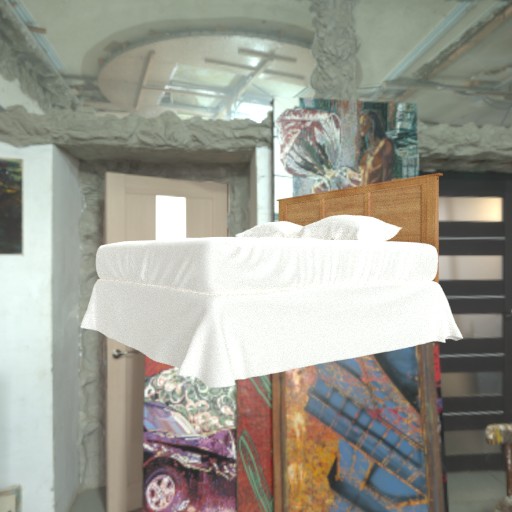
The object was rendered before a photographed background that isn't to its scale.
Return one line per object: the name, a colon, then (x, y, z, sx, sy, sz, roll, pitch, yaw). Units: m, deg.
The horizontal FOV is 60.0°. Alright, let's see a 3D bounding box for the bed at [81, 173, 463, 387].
bed: (0.000, 0.000, 3.574, 2.215, 1.270, 2.317, 0, 0, -36)
